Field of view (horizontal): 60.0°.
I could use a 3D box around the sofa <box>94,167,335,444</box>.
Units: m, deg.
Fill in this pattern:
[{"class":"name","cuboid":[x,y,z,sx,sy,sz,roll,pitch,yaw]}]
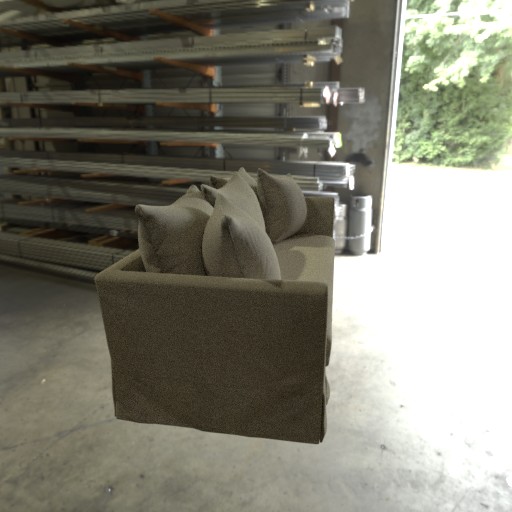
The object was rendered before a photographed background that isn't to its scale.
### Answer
[{"class":"sofa","cuboid":[0.000,0.000,2.894,1.031,1.034,2.290,3,17,10]}]
